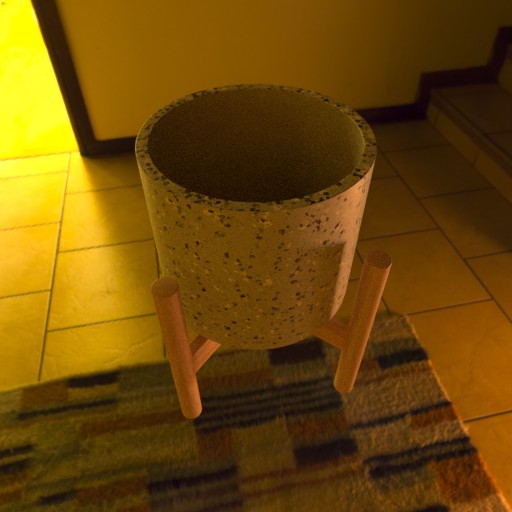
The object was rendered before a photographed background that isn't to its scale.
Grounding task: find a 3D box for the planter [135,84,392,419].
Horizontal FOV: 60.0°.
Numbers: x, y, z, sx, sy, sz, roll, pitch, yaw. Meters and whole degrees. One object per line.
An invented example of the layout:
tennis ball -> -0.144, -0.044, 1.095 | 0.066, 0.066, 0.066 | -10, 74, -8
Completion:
planter -> 0.000, 0.000, 0.528 | 0.284, 0.320, 0.284 | -24, 50, -22
